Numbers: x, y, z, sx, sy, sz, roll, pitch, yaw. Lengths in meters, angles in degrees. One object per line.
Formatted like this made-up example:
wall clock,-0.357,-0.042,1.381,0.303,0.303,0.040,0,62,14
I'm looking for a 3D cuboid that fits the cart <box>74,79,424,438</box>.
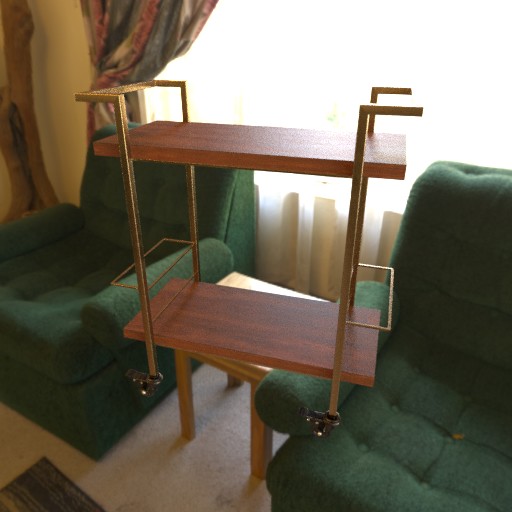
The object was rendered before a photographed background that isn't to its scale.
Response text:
cart,0.000,0.000,1.145,0.695,0.807,0.364,8,27,15
